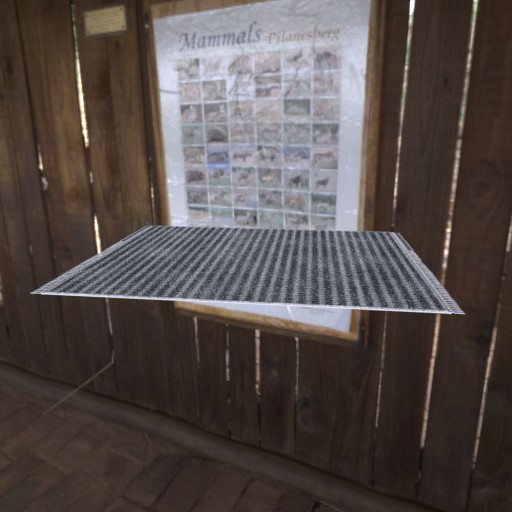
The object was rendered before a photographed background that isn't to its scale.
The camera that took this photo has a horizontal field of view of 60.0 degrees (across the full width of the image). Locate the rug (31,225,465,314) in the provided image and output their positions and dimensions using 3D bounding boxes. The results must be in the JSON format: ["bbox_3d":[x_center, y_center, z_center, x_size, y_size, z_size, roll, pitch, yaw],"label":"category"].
[{"bbox_3d":[0.000,0.000,4.002,2.910,0.013,2.256,2,16,7],"label":"rug"}]
